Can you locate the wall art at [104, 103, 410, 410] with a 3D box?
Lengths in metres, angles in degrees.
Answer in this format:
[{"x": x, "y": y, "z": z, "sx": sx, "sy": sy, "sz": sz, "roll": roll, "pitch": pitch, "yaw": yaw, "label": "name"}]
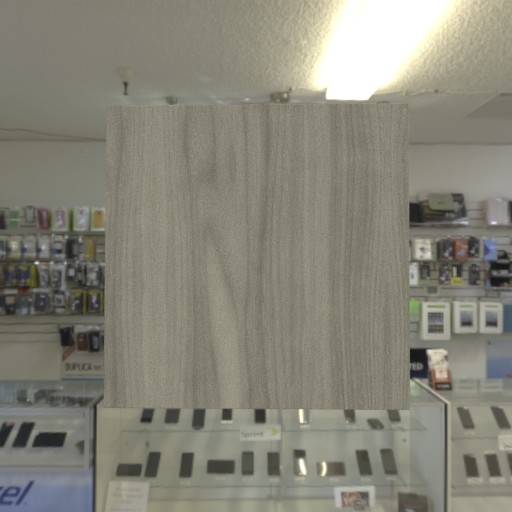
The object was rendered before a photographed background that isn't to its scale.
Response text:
[{"x": 0.000, "y": 0.000, "z": 0.746, "sx": 0.508, "sy": 0.507, "sz": 0.016, "roll": 0, "pitch": -1, "yaw": 1, "label": "wall art"}]
